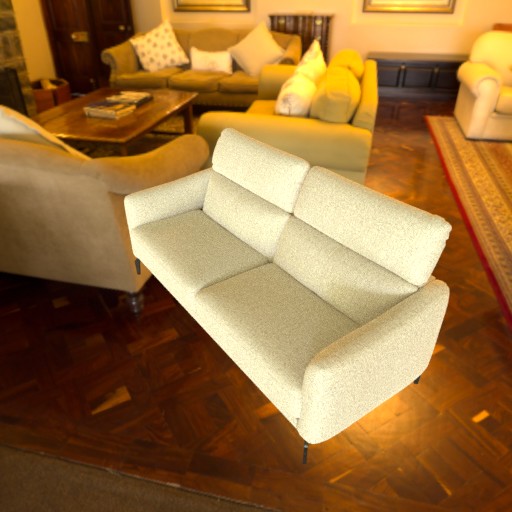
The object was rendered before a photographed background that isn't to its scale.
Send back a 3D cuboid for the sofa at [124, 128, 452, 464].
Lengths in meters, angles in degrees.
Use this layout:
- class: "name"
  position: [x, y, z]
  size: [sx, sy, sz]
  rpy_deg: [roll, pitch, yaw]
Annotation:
- class: "sofa"
  position: [0.000, 0.000, 2.550]
  size: [0.856, 0.956, 2.015]
  rpy_deg: [-21, 38, -30]
